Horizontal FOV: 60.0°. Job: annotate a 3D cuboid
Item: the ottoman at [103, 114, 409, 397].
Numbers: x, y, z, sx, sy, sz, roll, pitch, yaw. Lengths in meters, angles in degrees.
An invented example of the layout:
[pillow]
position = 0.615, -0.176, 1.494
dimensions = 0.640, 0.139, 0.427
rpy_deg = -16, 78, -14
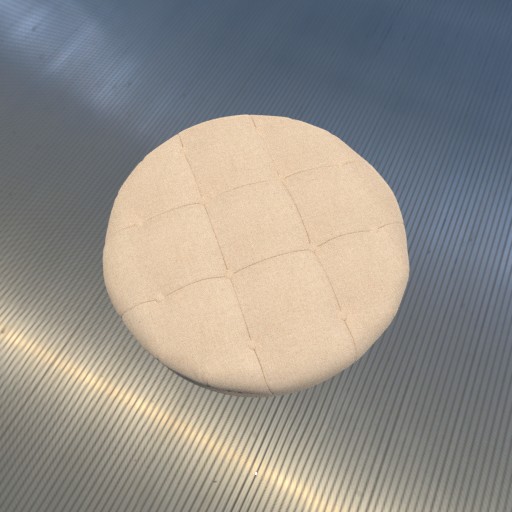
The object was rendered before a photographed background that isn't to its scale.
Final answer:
[ottoman]
position = 0.000, 0.000, 1.491
dimensions = 0.940, 0.483, 0.940
rpy_deg = 0, 64, 0
